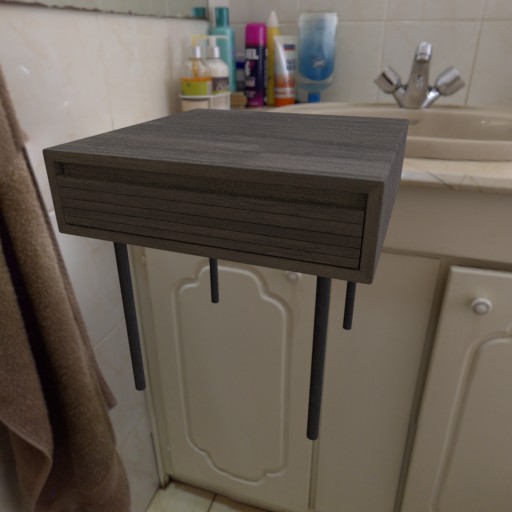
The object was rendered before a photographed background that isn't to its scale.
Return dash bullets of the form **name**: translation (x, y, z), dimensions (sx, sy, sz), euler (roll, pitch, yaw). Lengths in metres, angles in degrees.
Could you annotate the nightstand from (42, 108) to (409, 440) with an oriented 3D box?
- **nightstand**: translation (0.000, 0.000, 0.904), dimensions (0.502, 0.497, 0.503), euler (9, 27, 18)
